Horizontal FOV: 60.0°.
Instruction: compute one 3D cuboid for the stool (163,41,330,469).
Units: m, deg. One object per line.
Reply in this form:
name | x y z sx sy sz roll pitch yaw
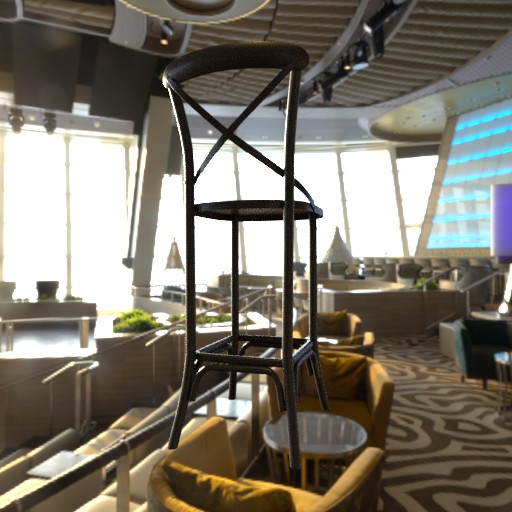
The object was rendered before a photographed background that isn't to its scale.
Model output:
stool | 0.000 0.000 1.493 0.457 1.168 0.584 0 0 19
